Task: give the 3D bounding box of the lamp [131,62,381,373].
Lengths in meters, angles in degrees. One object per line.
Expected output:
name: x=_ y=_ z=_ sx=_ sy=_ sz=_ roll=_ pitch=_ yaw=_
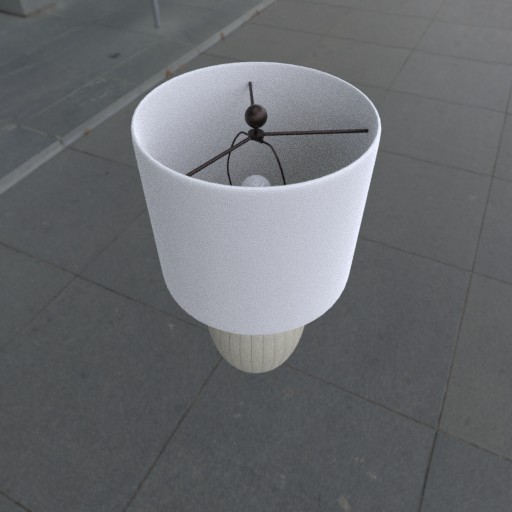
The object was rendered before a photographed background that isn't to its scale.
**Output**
lamp: x=0.000 y=0.000 z=0.787 sx=0.329 sy=0.570 sz=0.329 roll=33 pitch=54 yaw=27
